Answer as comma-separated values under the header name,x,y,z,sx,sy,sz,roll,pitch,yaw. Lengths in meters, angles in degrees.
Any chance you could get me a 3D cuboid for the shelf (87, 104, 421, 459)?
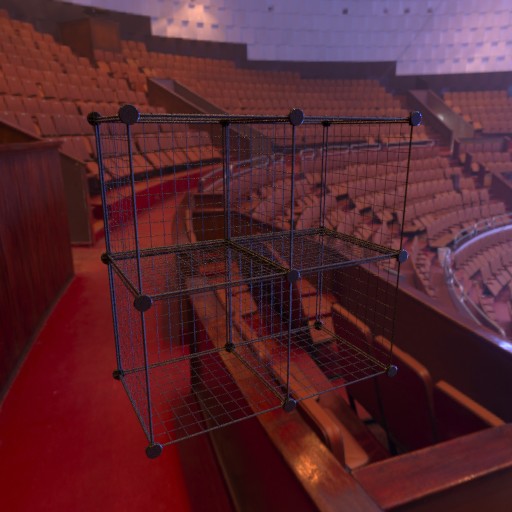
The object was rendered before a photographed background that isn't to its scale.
name,x,y,z,sx,sy,sz,roll,pitch,yaw
shelf,0.000,0.000,1.146,0.711,0.711,0.356,-8,18,-27
